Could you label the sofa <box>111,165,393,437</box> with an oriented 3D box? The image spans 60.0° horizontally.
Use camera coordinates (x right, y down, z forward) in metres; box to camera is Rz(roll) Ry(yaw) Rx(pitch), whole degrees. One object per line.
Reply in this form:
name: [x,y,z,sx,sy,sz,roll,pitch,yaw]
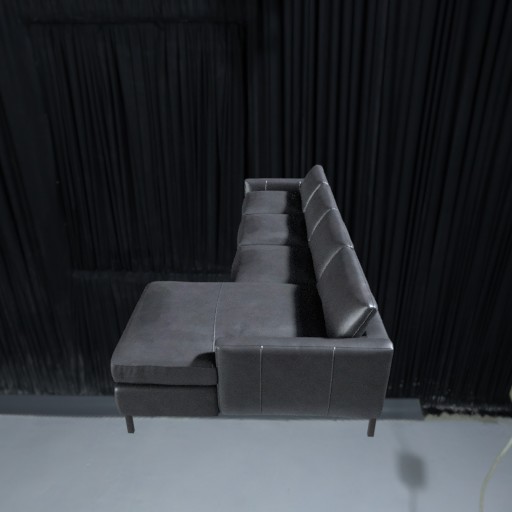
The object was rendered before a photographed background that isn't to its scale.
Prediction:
sofa: [0.000,0.000,3.646,1.471,0.859,2.993,1,26,2]
